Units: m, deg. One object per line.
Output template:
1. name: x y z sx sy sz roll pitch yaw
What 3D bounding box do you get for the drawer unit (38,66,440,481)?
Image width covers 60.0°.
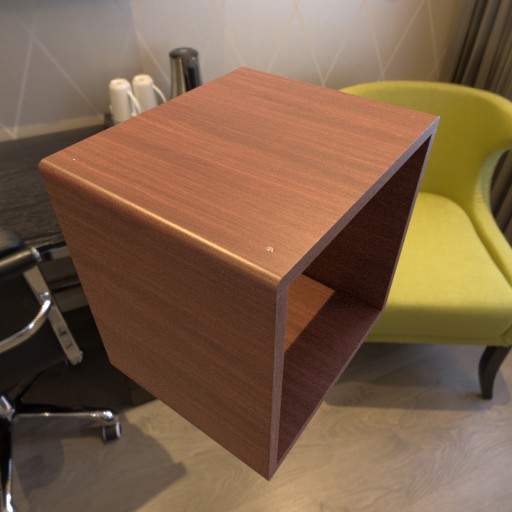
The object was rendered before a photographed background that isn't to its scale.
1. drawer unit: 0.000 0.000 0.601 0.290 0.351 0.349 26 48 26
